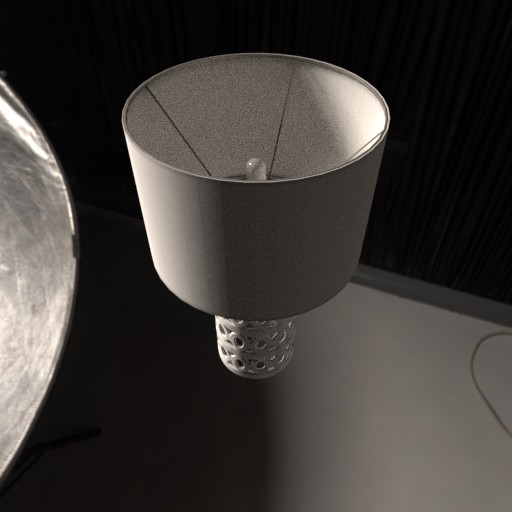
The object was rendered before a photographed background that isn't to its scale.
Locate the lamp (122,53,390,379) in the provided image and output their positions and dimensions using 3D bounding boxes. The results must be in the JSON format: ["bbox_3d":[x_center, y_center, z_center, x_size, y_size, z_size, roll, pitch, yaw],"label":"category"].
[{"bbox_3d":[0.000,0.000,0.695,0.310,0.502,0.310,0,45,0],"label":"lamp"}]
